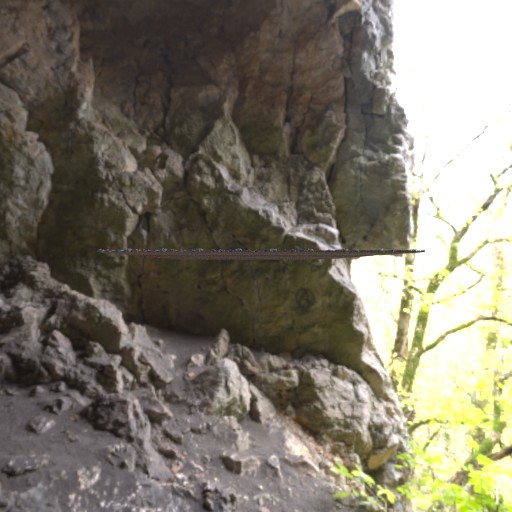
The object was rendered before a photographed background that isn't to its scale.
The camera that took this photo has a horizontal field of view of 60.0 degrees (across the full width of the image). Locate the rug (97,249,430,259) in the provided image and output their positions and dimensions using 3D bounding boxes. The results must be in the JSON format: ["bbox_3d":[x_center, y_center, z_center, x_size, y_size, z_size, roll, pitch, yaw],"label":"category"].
[{"bbox_3d":[0.000,0.000,2.293,1.084,0.013,1.849,0,-1,-2],"label":"rug"}]
